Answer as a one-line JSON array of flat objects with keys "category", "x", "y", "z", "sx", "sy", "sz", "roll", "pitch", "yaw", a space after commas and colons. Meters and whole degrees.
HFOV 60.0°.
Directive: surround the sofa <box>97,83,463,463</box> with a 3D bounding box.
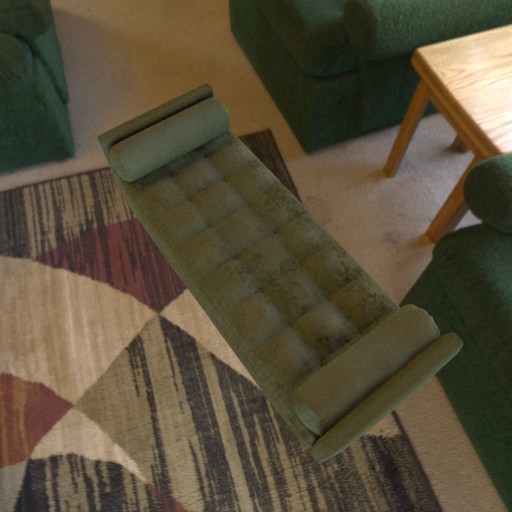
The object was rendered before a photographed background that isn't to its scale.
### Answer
[{"category": "sofa", "x": 0.000, "y": 0.000, "z": 2.541, "sx": 0.817, "sy": 0.681, "sz": 2.130, "roll": -33, "pitch": 66, "yaw": -16}]
